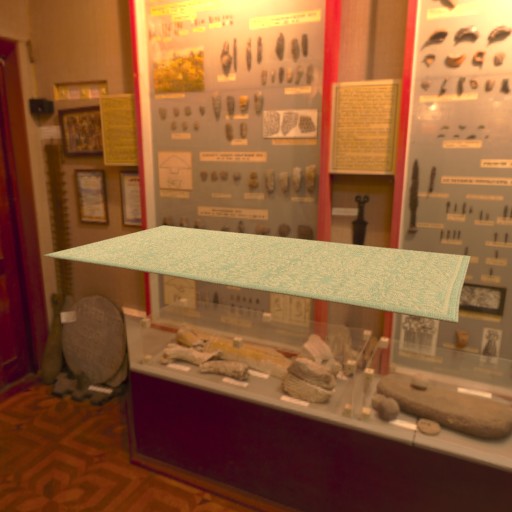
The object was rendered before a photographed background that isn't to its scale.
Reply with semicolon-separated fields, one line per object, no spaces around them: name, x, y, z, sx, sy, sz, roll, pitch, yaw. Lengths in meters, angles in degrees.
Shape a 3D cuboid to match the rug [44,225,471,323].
rug;0.000;0.000;1.412;1.219;0.007;0.604;7;16;26
